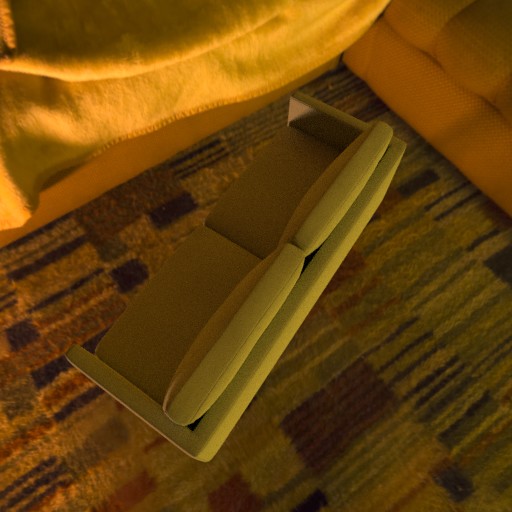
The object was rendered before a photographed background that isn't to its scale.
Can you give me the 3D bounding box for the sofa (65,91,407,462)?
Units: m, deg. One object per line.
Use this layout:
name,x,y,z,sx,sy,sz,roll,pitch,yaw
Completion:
sofa,0.000,0.000,2.982,0.948,0.965,2.434,31,67,15
